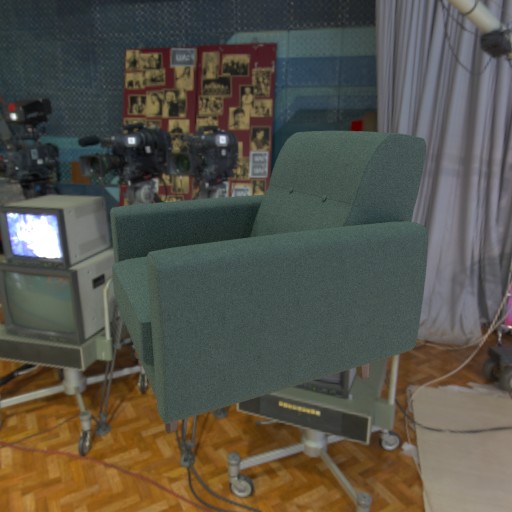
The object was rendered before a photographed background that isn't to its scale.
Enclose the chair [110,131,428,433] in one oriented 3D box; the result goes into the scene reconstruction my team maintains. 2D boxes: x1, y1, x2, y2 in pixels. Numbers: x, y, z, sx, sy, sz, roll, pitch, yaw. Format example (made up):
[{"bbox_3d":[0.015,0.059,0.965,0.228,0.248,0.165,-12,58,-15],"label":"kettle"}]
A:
[{"bbox_3d":[0.000,0.000,1.546,0.909,0.841,0.831,-7,17,-24],"label":"chair"}]
